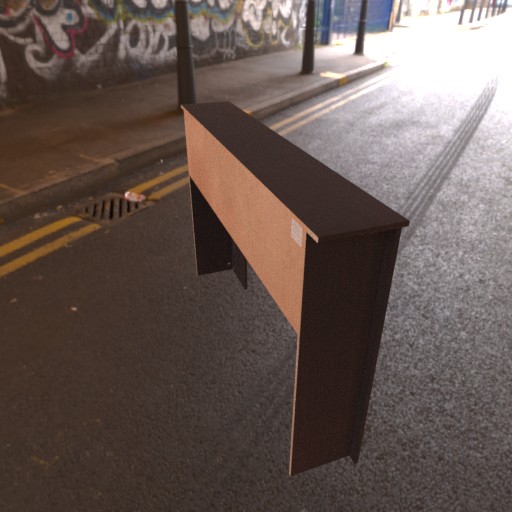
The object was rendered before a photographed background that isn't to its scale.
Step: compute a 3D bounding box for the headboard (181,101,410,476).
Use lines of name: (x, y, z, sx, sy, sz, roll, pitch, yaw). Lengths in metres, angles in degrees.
headboard: (0.000, 0.000, 2.117, 0.279, 1.092, 1.671, -11, 32, -17)
